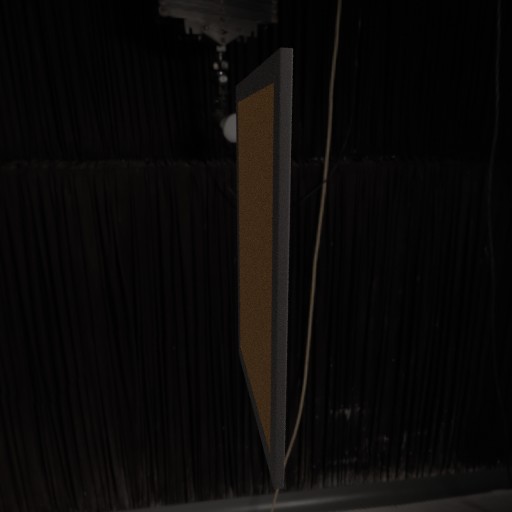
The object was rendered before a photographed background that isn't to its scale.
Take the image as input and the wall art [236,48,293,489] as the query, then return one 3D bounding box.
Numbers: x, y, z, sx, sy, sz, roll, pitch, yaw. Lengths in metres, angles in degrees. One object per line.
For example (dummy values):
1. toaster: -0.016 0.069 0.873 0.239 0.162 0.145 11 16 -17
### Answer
1. wall art: 0.000 0.000 0.693 0.013 0.534 0.380 -2 16 -9
